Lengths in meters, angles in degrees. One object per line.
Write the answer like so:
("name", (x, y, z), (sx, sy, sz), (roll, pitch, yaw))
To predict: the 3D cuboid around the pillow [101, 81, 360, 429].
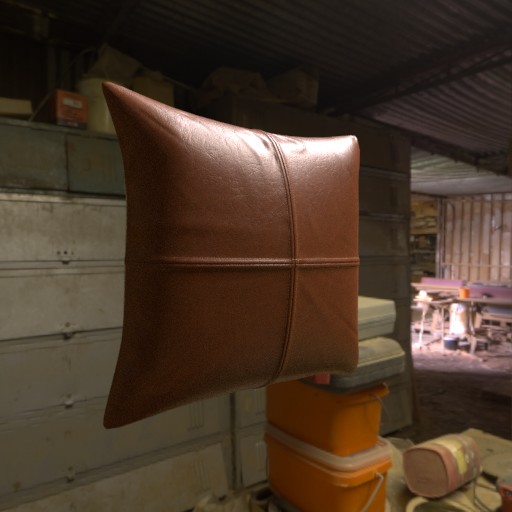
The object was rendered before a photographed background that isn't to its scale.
("pillow", (0.000, 0.000, 0.739), (0.501, 0.477, 0.192), (-1, 1, -35))
